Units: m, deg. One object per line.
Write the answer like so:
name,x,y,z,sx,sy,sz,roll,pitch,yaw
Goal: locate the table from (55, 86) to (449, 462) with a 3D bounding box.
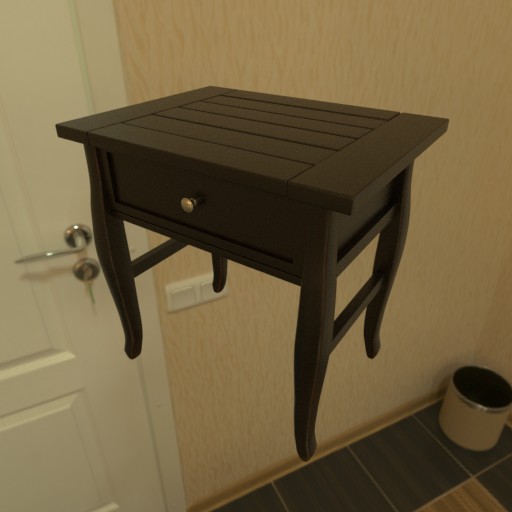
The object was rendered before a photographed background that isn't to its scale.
table,0.000,0.000,1.004,0.602,0.604,0.460,20,36,29
